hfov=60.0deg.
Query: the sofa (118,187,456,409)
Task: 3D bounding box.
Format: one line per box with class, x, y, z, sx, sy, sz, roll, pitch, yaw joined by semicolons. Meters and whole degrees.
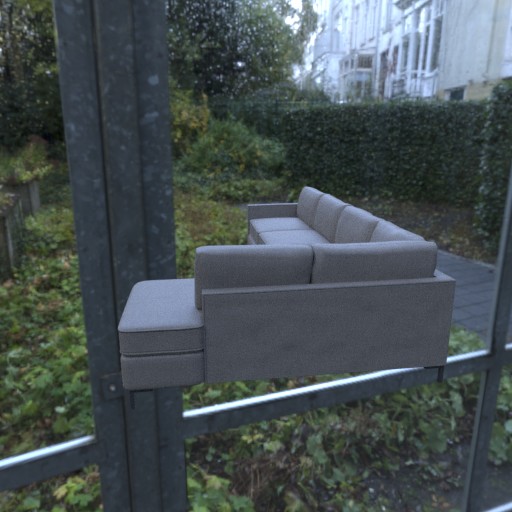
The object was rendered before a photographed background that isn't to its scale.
sofa;0.000;0.000;4.253;2.077;0.964;3.331;-2;15;-8
